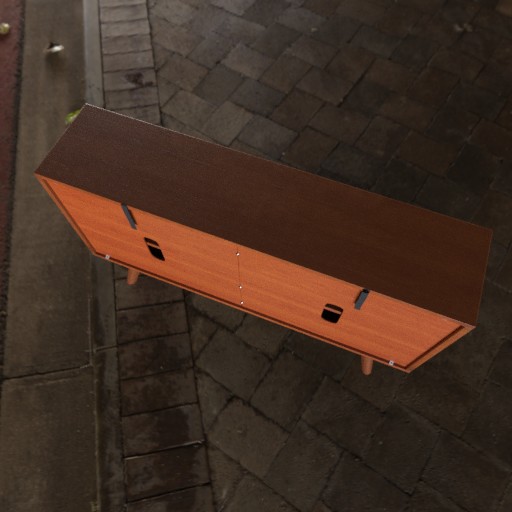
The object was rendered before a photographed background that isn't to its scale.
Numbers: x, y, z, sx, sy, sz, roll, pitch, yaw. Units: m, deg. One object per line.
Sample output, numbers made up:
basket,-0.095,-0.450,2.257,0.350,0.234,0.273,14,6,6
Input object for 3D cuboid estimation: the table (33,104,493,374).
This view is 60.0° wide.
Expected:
table,0.000,0.000,1.508,1.220,0.698,0.308,19,65,9
